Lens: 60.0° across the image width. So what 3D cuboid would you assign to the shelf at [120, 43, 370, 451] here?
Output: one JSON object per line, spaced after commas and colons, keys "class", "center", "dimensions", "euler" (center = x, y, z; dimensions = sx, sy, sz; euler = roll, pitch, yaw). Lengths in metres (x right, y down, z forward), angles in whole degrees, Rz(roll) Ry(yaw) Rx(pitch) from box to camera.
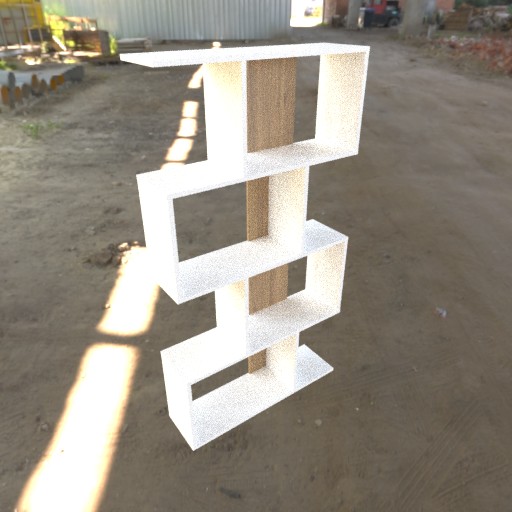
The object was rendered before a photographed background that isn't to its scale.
{"class": "shelf", "center": [0.000, 0.000, 1.951], "dimensions": [0.890, 1.650, 0.250], "euler": [-19, 35, -31]}
